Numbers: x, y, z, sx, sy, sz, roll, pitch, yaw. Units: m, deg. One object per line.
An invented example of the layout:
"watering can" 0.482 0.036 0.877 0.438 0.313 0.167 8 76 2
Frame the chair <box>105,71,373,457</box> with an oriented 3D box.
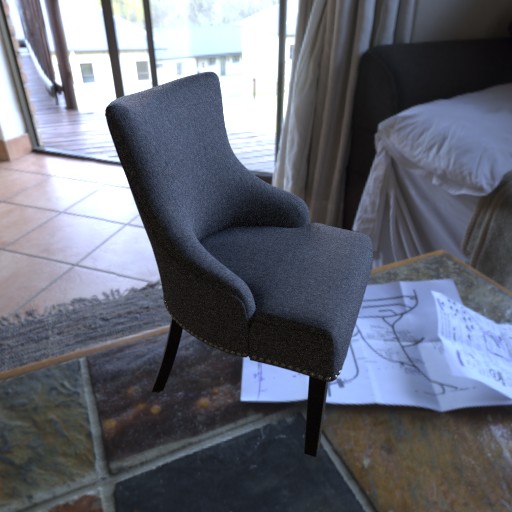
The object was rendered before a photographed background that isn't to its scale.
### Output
"chair" 0.000 0.000 1.280 0.629 0.909 0.566 11 33 18
